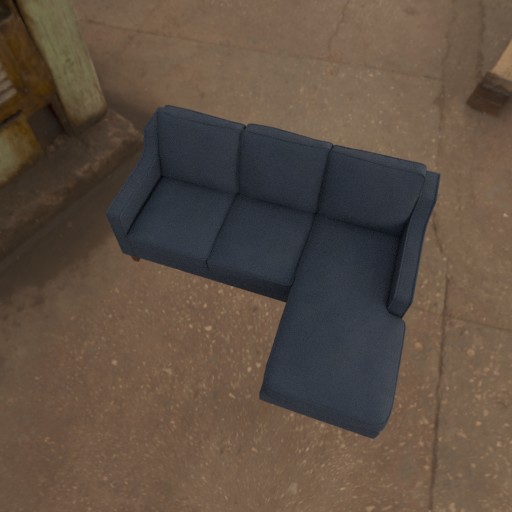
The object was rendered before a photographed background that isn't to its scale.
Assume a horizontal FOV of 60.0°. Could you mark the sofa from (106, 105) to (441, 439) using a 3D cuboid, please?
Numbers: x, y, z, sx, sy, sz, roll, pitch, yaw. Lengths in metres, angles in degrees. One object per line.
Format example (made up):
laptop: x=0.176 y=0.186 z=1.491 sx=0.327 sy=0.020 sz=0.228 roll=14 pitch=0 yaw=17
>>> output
sofa: x=0.000 y=0.000 z=3.289 sx=2.317 sy=1.066 sz=1.858 roll=16 pitch=59 yaw=10
